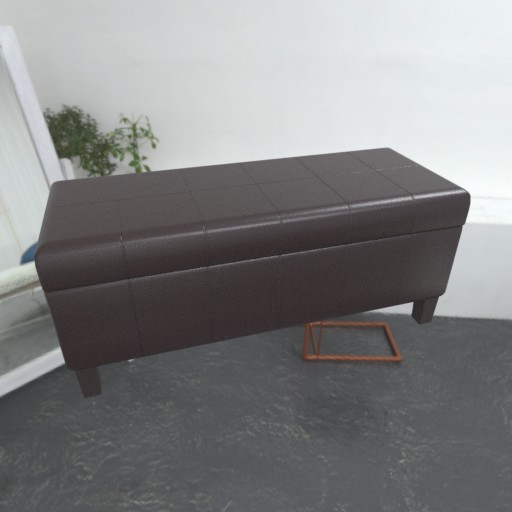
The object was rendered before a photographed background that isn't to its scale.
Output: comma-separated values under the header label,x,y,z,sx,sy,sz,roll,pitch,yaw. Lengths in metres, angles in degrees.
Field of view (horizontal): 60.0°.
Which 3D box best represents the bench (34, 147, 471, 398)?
label,x,y,z,sx,sy,sz,roll,pitch,yaw
bench,0.000,0.000,1.326,1.092,0.457,0.429,-9,32,-14
